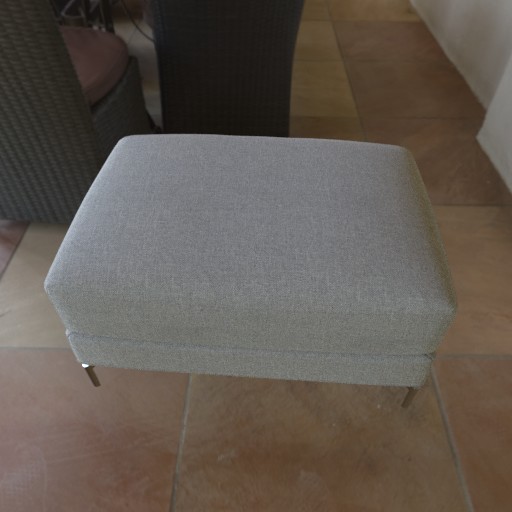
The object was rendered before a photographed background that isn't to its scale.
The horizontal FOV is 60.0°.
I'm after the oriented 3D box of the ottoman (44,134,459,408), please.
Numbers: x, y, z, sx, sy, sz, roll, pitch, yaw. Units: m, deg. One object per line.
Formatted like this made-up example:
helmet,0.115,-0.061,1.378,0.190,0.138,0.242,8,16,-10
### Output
ottoman,0.000,0.000,1.150,0.838,0.457,0.584,3,46,3
